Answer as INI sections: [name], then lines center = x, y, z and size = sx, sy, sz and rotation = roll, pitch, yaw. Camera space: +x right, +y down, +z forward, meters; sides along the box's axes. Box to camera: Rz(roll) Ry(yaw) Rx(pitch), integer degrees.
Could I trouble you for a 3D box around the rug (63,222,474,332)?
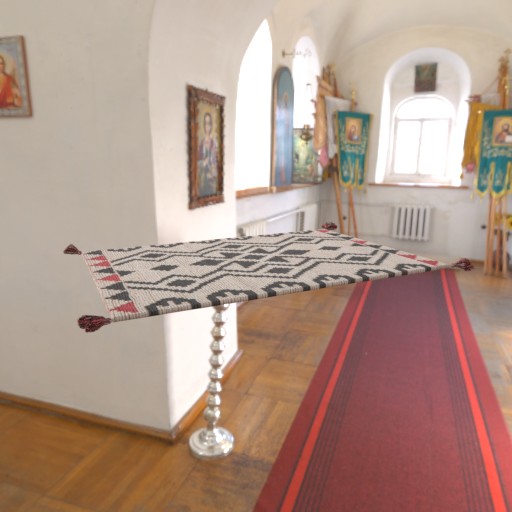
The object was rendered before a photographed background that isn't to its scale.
[rug]
center = 0.000, 0.000, 2.610
size = 2.069, 0.067, 1.444
rotation = -7, 15, -25
